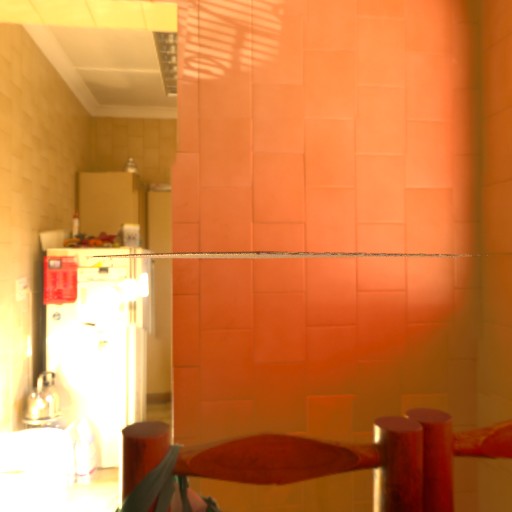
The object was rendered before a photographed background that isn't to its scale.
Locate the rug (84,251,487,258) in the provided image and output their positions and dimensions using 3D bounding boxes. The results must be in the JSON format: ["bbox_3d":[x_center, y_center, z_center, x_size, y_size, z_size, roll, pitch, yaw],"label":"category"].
[{"bbox_3d":[0.000,0.000,3.095,1.619,0.023,2.465,0,-1,-38],"label":"rug"}]
